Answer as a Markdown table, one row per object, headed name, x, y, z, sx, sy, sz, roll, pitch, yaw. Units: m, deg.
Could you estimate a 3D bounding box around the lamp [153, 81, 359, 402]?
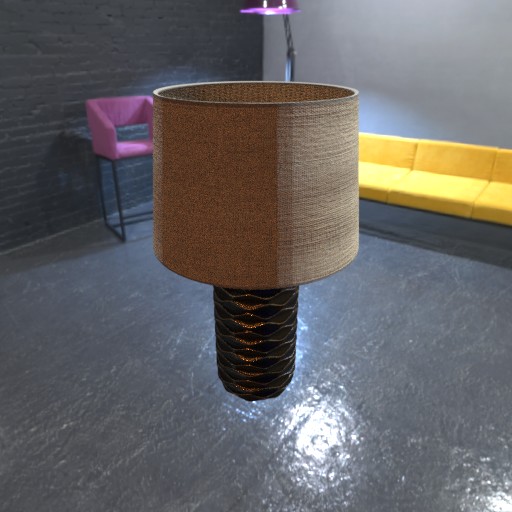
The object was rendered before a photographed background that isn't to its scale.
| name | x | y | z | sx | sy | sz | roll | pitch | yaw |
| --- | --- | --- | --- | --- | --- | --- | --- | --- | --- |
| lamp | 0.000 | 0.000 | 0.843 | 0.376 | 0.594 | 0.376 | 0 | 26 | 0 |
